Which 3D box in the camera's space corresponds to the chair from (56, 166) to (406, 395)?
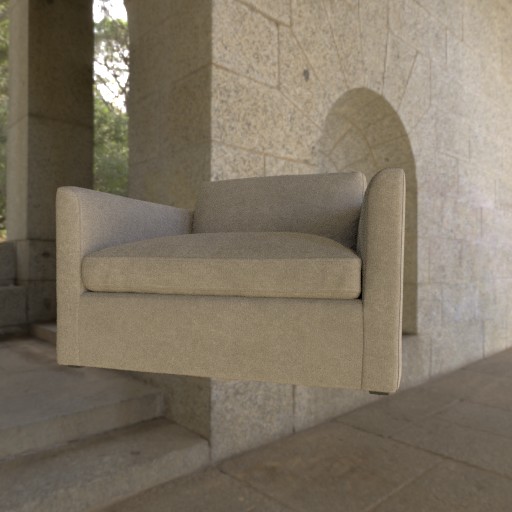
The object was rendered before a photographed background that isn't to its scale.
[{"bbox_3d":[0.000,0.000,1.904,1.190,0.845,1.091,0,0,17],"label":"chair"}]
